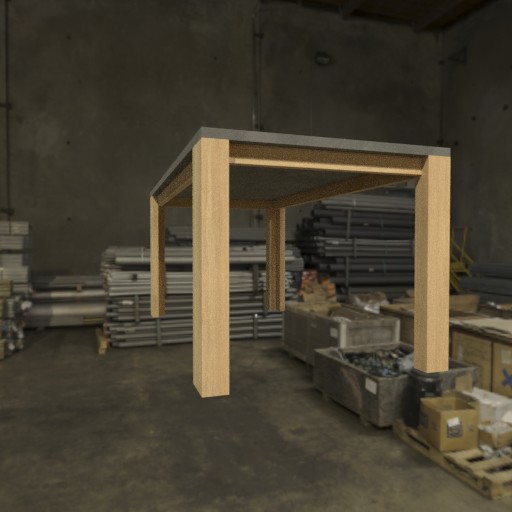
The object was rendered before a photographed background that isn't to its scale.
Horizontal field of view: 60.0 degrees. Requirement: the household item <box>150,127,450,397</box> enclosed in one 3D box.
[{"bbox_3d":[0.000,0.000,2.127,0.850,0.755,1.600,0,1,-18],"label":"household item"}]
